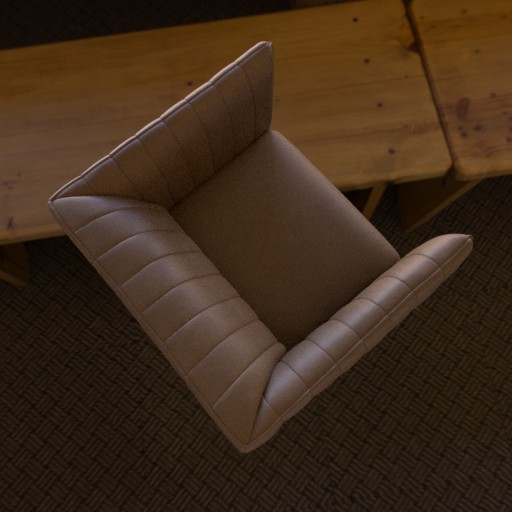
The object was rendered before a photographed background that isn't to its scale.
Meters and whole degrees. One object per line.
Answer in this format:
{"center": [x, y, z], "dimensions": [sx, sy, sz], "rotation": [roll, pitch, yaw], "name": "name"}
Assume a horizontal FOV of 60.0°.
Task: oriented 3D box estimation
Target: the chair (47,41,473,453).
{"center": [0.000, 0.000, 1.619], "dimensions": [0.876, 0.779, 0.981], "rotation": [-40, 78, -10], "name": "chair"}
